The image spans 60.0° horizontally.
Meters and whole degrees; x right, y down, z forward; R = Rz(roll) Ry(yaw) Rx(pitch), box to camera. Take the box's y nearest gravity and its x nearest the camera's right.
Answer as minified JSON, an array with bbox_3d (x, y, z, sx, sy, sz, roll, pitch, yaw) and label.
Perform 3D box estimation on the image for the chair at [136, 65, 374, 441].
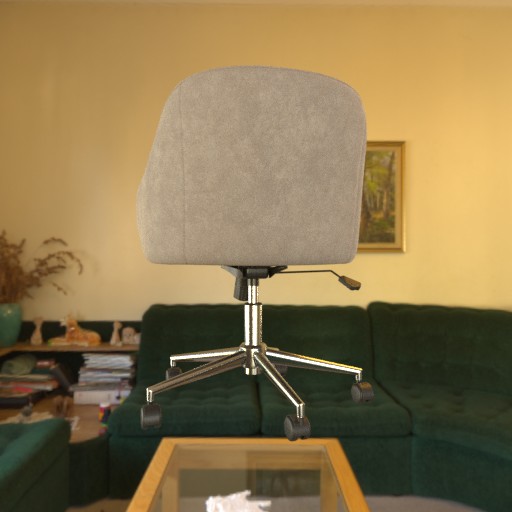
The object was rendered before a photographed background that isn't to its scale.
[{"bbox_3d":[0.000,0.000,1.242,0.635,0.831,0.573,0,0,-18],"label":"chair"}]
